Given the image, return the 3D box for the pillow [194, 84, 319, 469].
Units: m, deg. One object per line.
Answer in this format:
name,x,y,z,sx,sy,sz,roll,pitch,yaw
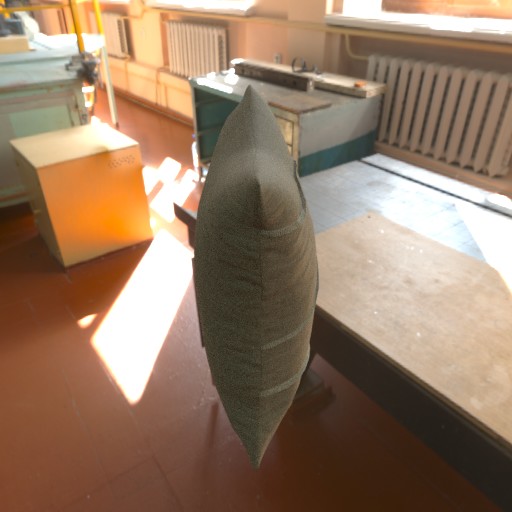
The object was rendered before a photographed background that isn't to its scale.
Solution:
pillow,0.000,0.000,0.648,0.169,0.400,0.424,-1,32,-1
